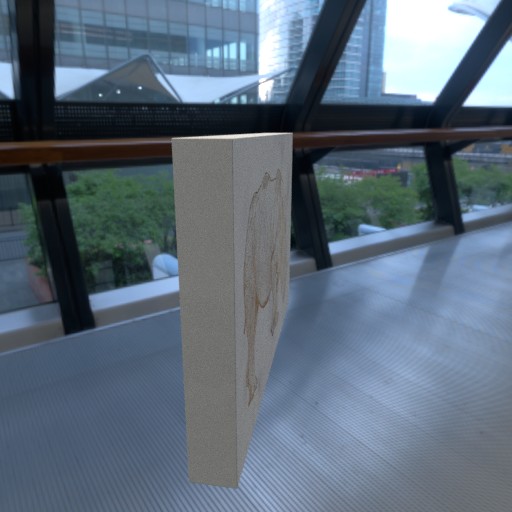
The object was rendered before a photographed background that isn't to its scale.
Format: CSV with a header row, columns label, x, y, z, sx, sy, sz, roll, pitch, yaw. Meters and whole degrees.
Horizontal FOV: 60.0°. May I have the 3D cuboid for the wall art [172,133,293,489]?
label,x,y,z,sx,sy,sz,roll,pitch,yaw
wall art,0.000,0.000,0.481,0.038,0.254,0.381,3,16,10
